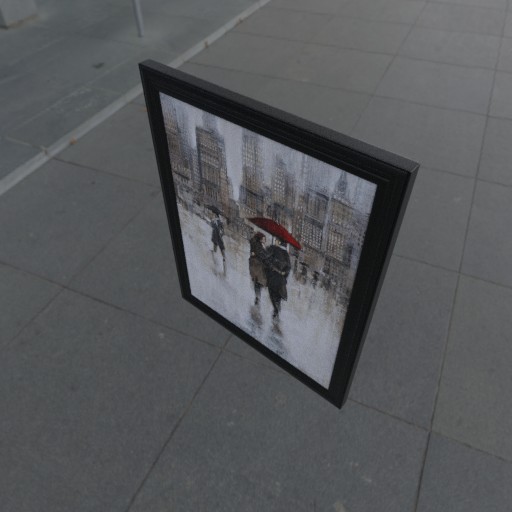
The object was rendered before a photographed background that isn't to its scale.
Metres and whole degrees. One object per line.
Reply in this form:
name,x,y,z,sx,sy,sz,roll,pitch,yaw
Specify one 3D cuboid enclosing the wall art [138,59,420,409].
wall art,0.000,0.000,1.653,0.950,1.194,0.053,30,53,26
